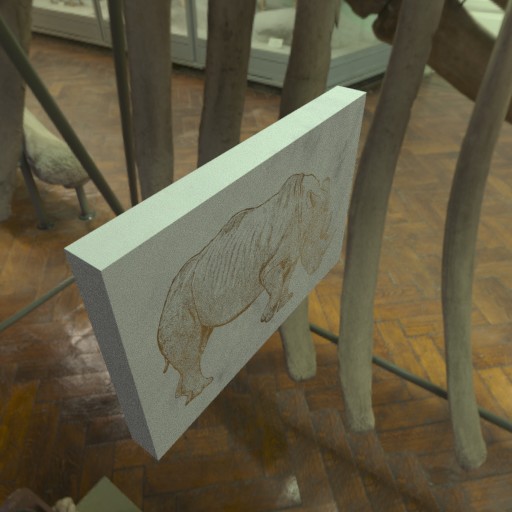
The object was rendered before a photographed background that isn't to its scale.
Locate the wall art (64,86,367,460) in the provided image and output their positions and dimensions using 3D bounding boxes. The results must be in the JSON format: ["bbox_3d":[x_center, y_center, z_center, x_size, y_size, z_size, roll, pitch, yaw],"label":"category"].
[{"bbox_3d":[0.000,0.000,0.485,0.038,0.254,0.381,25,46,27],"label":"wall art"}]
